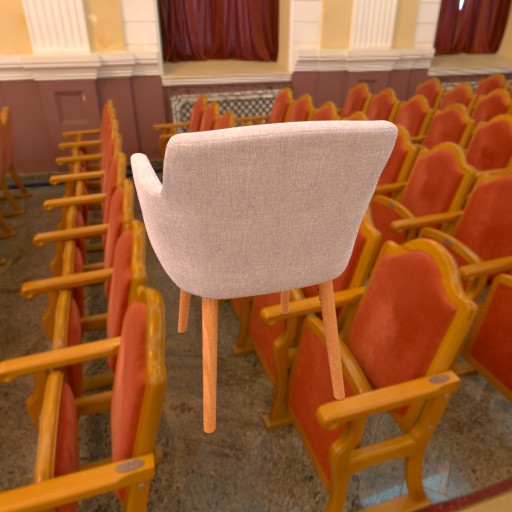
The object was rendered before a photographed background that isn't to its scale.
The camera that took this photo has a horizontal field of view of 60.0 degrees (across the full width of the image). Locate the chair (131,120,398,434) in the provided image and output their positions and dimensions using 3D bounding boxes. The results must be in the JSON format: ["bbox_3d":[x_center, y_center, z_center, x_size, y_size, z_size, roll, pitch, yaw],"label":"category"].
[{"bbox_3d":[0.000,0.000,1.187,0.570,0.780,0.540,-8,29,-16],"label":"chair"}]
